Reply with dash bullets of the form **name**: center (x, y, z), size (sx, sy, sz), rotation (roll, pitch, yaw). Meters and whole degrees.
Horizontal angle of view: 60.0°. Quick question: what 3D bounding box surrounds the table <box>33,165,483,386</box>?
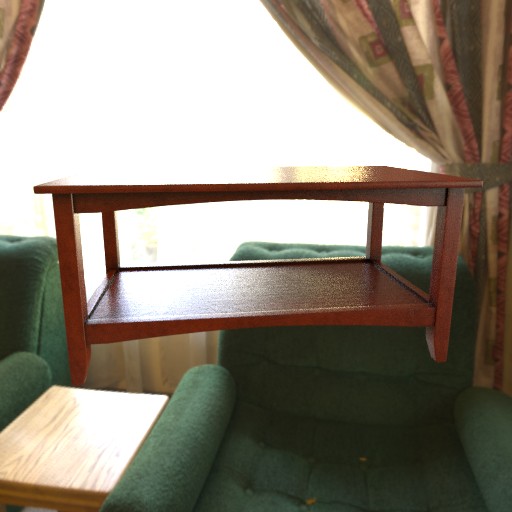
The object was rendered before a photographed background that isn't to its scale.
- **table**: center (0.000, 0.000, 1.232), size (0.943, 0.456, 0.533), rotation (-2, 15, -7)
